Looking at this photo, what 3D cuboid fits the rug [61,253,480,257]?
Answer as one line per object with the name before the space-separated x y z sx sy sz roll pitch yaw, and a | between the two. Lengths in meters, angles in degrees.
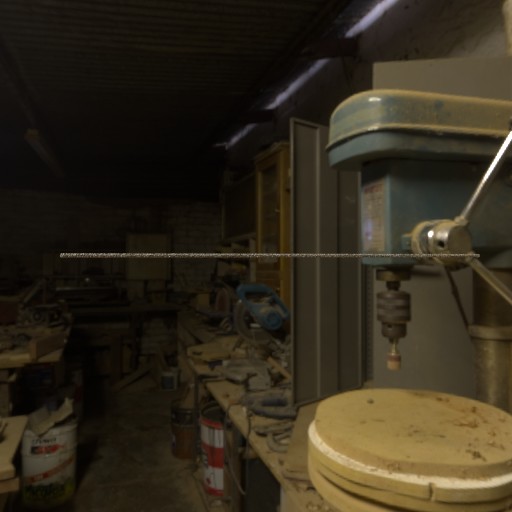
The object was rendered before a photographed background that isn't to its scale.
rug | 0.000 0.000 2.995 2.297 0.018 1.532 0 0 -18
